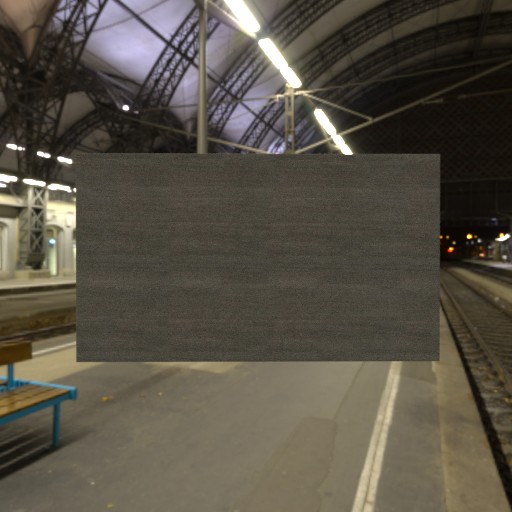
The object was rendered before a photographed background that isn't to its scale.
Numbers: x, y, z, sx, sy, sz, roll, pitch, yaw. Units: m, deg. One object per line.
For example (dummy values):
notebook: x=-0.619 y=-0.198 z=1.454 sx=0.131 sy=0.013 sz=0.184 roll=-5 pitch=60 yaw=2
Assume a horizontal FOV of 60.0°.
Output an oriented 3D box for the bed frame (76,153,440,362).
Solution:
bed frame: x=0.000 y=0.000 z=2.654 sx=1.400 sy=0.800 sz=1.900 roll=0 pitch=0 yaw=-1
